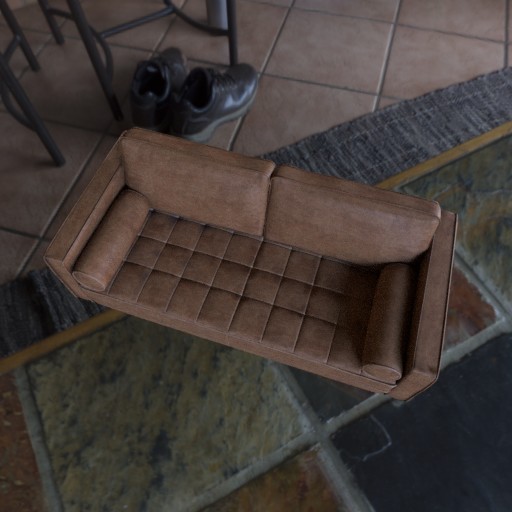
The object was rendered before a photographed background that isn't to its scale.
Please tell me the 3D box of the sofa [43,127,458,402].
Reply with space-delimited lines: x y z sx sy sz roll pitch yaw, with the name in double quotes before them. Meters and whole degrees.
"sofa" 0.000 0.000 2.380 1.920 0.825 0.924 16 62 9
